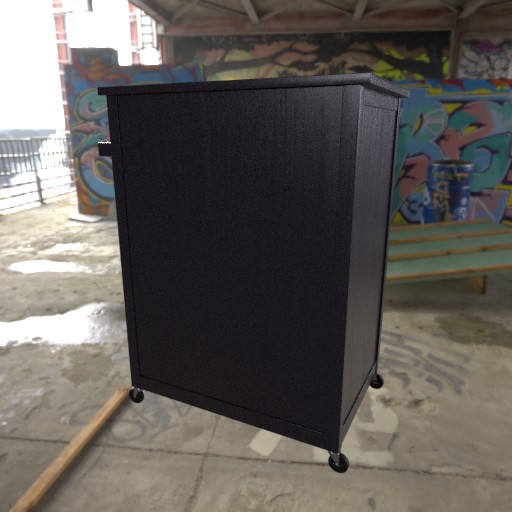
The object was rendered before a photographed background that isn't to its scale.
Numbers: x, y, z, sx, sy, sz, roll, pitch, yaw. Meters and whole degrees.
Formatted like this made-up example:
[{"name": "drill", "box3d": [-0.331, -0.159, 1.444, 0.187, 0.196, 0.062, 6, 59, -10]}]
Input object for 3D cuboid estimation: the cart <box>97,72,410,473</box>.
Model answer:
[{"name": "cart", "box3d": [0.000, 0.000, 1.243, 0.690, 0.878, 0.449, 8, 18, 26]}]
